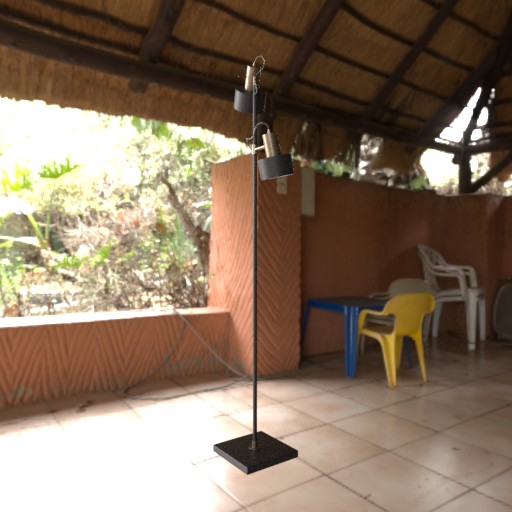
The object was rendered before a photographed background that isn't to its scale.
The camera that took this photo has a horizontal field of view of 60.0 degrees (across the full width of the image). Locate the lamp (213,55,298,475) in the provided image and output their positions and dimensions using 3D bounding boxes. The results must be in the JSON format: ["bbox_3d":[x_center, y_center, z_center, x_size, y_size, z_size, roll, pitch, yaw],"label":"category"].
[{"bbox_3d":[0.000,0.000,1.677,0.233,1.505,0.315,0,0,-36],"label":"lamp"}]
